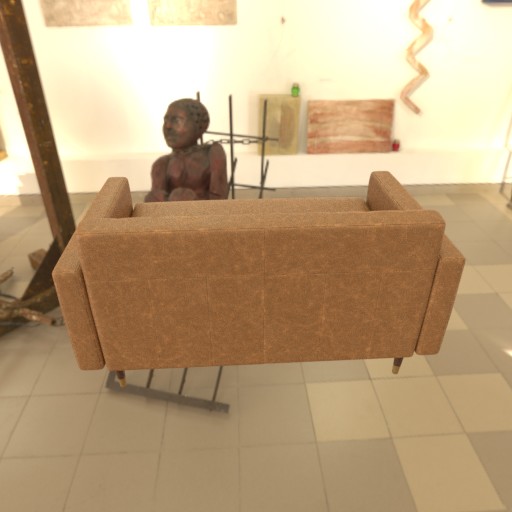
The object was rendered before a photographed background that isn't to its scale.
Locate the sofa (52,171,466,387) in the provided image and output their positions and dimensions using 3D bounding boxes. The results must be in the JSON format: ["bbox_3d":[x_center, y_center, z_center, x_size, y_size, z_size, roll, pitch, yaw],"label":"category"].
[{"bbox_3d":[0.000,0.000,2.136,1.549,0.820,0.960,-2,32,-3],"label":"sofa"}]
